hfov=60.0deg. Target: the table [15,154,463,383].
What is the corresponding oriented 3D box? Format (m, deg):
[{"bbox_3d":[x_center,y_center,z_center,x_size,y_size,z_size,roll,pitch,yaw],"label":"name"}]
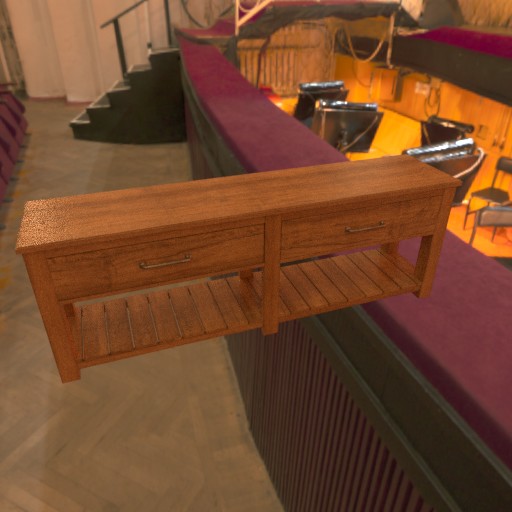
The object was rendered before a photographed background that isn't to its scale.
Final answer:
[{"bbox_3d":[0.000,0.000,2.031,1.815,0.635,0.425,-10,32,-17],"label":"table"}]
